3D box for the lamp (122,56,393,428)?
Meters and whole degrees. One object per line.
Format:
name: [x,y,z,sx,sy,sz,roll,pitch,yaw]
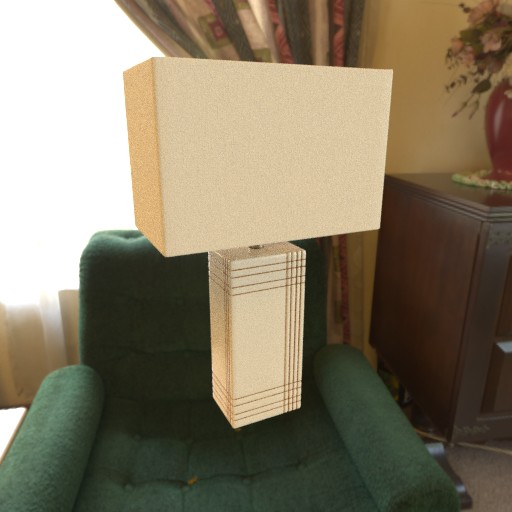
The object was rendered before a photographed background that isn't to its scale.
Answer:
lamp: [0.000,0.000,0.699,0.334,0.543,0.182,-8,19,-25]
